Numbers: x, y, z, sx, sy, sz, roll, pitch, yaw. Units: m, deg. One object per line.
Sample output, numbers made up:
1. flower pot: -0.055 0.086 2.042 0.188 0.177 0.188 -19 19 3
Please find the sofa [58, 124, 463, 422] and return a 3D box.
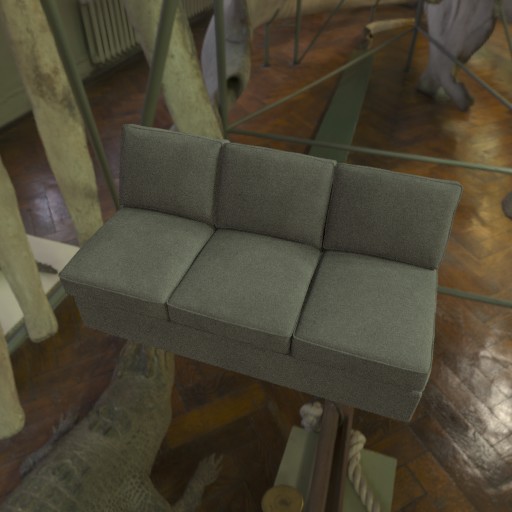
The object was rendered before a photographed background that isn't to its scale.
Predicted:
1. sofa: 0.000 0.000 2.489 1.962 0.973 1.027 13 43 14
